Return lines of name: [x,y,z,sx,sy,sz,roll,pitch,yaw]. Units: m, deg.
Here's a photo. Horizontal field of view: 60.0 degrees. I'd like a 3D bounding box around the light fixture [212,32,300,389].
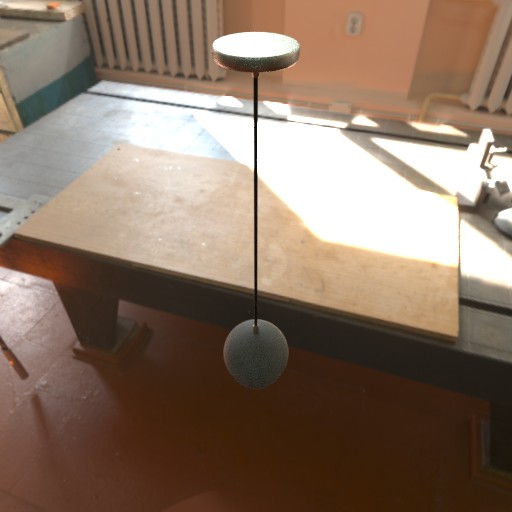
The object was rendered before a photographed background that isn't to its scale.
light fixture: [0.000,0.000,0.849,0.153,0.760,0.153,-26,47,-27]
